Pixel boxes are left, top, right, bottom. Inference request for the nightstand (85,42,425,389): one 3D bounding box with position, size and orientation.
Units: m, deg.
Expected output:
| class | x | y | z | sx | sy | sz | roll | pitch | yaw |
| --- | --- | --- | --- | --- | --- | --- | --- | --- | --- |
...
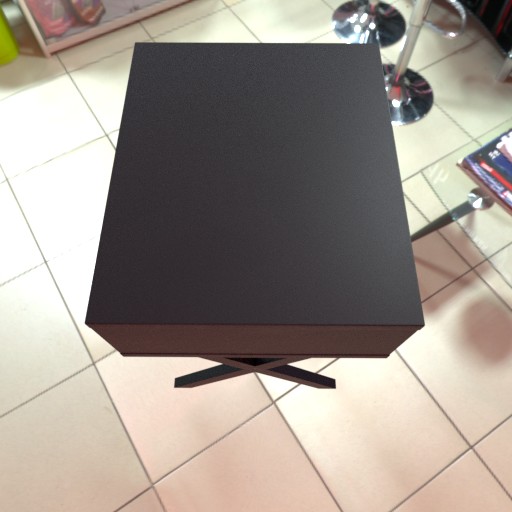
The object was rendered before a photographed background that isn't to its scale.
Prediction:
| class | x | y | z | sx | sy | sz | roll | pitch | yaw |
| --- | --- | --- | --- | --- | --- | --- | --- | --- | --- |
| nightstand | 0.000 | 0.000 | 0.905 | 0.402 | 0.623 | 0.479 | 0 | 64 | 0 |
